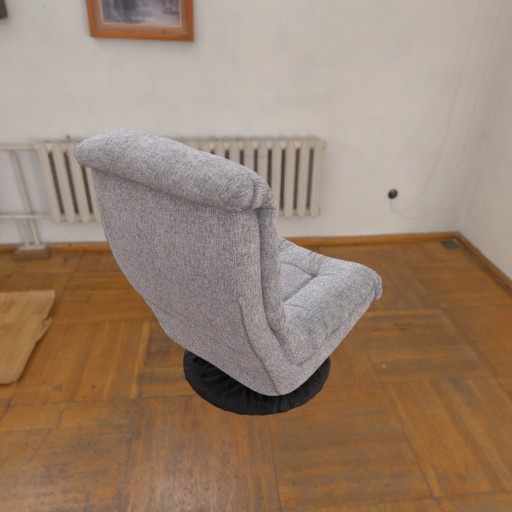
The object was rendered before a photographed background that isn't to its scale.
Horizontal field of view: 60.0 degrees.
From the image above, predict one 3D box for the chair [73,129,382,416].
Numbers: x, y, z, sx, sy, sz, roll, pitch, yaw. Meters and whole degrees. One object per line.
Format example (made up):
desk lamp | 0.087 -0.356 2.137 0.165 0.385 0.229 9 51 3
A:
chair | 0.000 0.000 0.985 0.400 0.600 0.583 22 36 34
